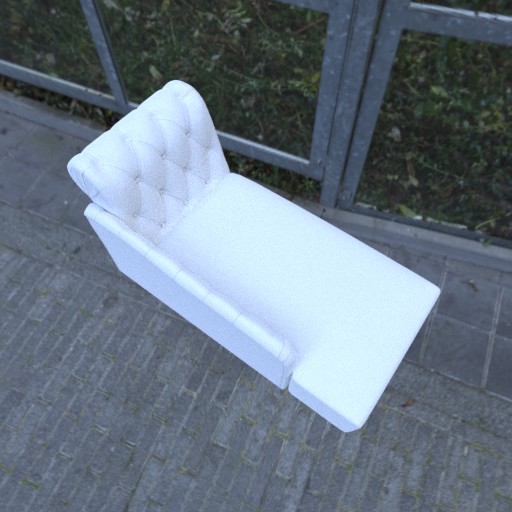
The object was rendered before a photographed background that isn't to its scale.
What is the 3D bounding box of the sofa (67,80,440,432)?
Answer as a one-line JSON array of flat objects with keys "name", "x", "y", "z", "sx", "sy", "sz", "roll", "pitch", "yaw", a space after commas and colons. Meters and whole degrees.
[{"name": "sofa", "x": 0.000, "y": 0.000, "z": 1.835, "sx": 1.379, "sy": 0.787, "sz": 0.675, "roll": 32, "pitch": 64, "yaw": 18}]
